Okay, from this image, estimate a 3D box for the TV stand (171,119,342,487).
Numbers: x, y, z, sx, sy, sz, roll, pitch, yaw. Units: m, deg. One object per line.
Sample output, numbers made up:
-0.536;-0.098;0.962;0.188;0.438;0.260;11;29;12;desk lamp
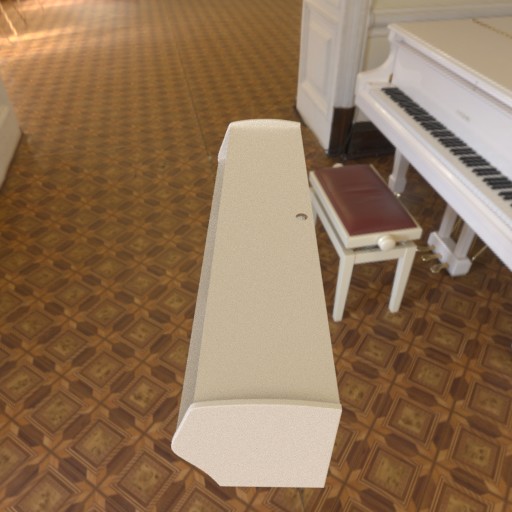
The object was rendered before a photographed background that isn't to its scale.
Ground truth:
0.000;0.000;1.651;0.397;0.424;1.473;1;41;1;TV stand
